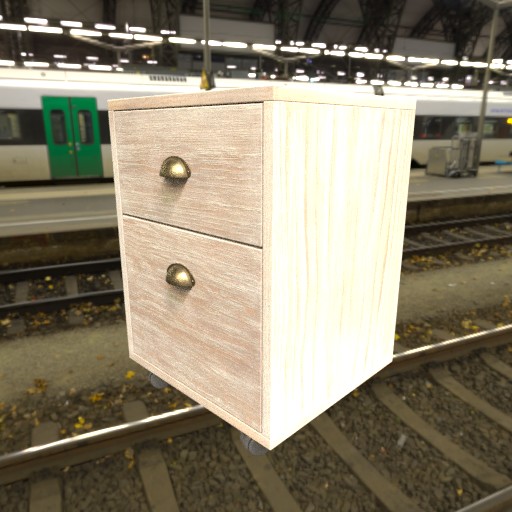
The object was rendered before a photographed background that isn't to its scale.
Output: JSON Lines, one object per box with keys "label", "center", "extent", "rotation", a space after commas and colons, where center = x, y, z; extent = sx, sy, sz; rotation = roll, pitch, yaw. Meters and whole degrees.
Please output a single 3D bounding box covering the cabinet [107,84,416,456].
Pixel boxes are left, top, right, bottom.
{"label": "cabinet", "center": [0.000, 0.000, 0.869], "extent": [0.409, 0.579, 0.401], "rotation": [15, 22, 42]}
